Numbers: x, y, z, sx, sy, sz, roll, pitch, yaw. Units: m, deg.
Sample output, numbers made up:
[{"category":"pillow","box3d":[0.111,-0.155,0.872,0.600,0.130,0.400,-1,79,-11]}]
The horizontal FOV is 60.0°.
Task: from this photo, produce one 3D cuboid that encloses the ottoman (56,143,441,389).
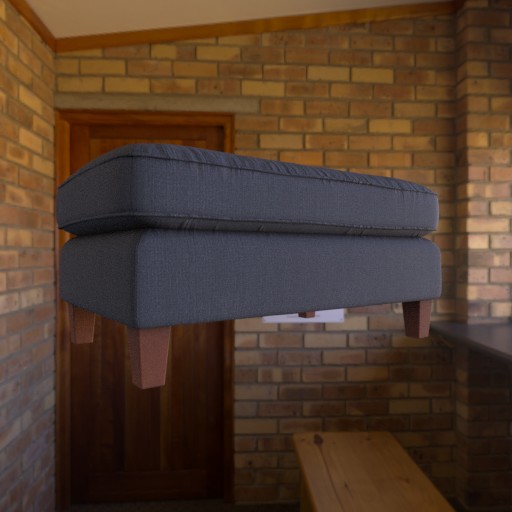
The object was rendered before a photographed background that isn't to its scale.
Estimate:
[{"category":"ottoman","box3d":[0.000,0.000,1.158,0.885,0.438,0.570,0,0,-35]}]
